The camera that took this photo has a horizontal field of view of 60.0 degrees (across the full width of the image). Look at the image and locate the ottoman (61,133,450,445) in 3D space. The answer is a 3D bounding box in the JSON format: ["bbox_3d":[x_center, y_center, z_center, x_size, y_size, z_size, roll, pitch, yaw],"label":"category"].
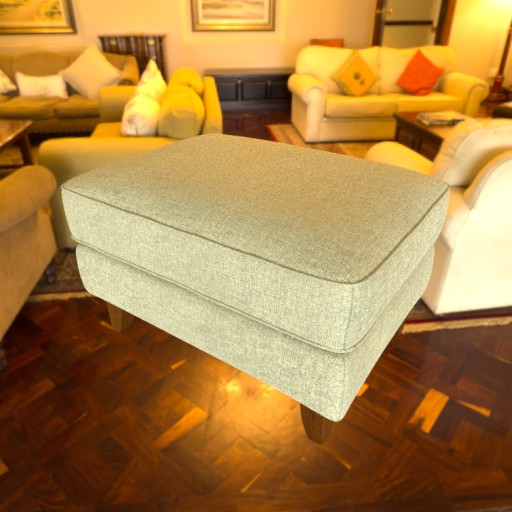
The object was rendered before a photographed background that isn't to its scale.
[{"bbox_3d":[0.000,0.000,1.298,0.889,0.561,0.661,19,35,30],"label":"ottoman"}]
